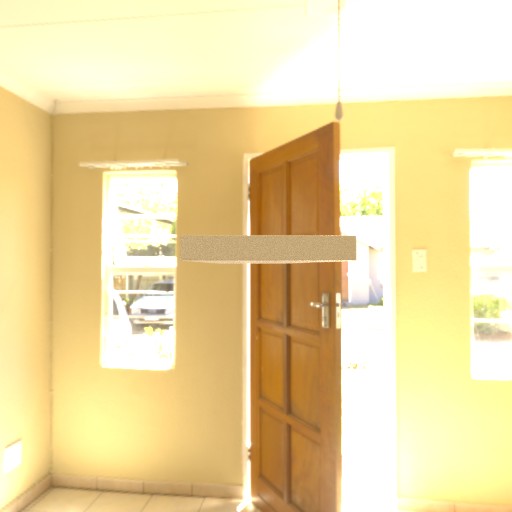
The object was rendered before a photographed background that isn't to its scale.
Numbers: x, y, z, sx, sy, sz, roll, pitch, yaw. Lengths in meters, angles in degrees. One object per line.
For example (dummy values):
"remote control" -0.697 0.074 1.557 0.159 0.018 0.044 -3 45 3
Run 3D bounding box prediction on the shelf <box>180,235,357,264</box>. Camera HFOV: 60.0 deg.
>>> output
"shelf" 0.000 0.000 0.654 0.140 0.020 0.610 0 -1 -2
